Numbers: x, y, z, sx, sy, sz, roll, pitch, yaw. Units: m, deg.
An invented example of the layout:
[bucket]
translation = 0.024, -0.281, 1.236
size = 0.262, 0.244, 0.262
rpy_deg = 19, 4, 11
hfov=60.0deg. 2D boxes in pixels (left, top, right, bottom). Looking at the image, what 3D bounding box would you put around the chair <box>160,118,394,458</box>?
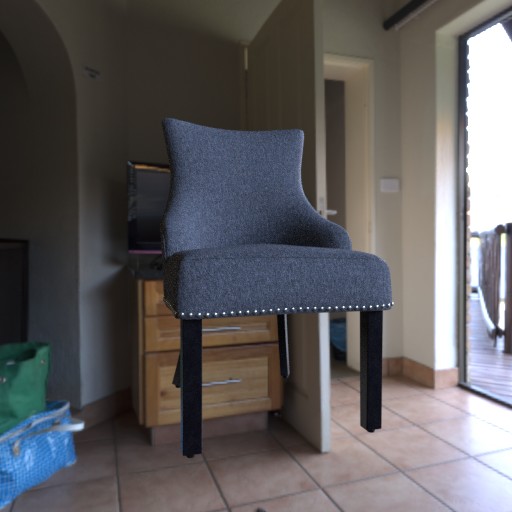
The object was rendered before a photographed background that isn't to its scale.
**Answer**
[chair]
translation = 0.000, 0.000, 1.324
size = 0.566, 0.909, 0.629
rpy_deg = 0, 1, -17
